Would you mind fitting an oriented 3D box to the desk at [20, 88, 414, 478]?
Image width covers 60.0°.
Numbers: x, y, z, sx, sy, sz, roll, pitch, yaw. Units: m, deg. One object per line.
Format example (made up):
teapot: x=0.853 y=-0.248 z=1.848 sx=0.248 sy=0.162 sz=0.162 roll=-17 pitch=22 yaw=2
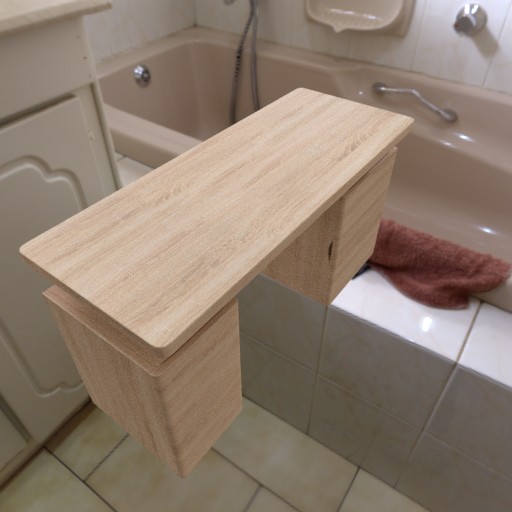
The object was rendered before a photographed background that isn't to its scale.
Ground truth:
desk: x=0.000 y=0.000 z=1.724 sx=0.550 sy=0.760 sz=1.400 roll=27 pitch=48 yaw=26
